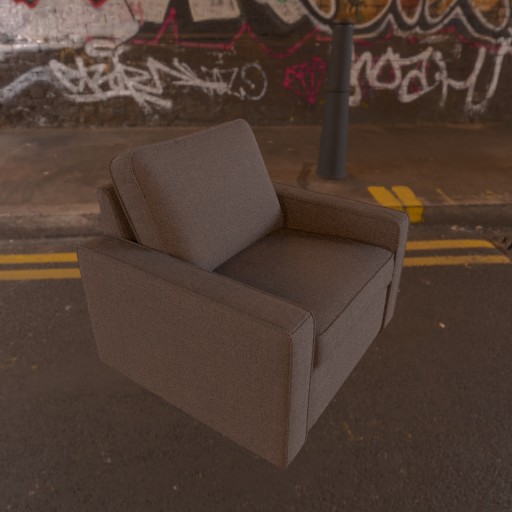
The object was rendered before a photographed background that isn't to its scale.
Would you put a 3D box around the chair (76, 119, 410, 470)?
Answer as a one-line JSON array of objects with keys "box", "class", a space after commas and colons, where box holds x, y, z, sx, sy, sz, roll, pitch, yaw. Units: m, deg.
[{"box": [0.000, 0.000, 1.785, 0.940, 0.919, 1.017, 18, 34, 30], "class": "chair"}]
